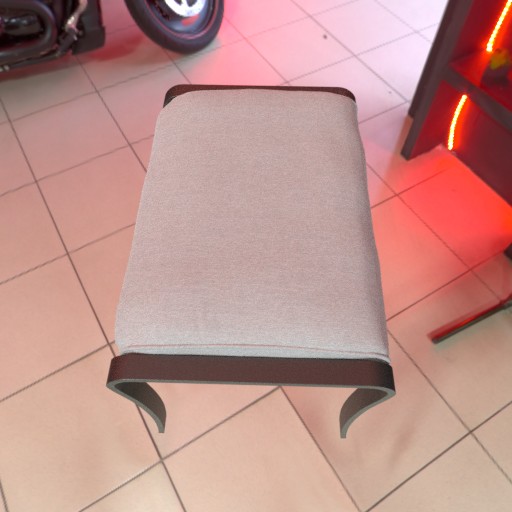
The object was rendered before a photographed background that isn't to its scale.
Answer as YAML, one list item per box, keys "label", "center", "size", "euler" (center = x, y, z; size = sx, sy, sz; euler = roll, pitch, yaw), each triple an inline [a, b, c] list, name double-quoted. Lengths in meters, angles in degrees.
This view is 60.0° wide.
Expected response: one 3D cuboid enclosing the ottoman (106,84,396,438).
- label: "ottoman"
  center: [0.000, 0.000, 0.894]
  size: [0.406, 0.422, 0.610]
  euler: [1, 58, 1]
